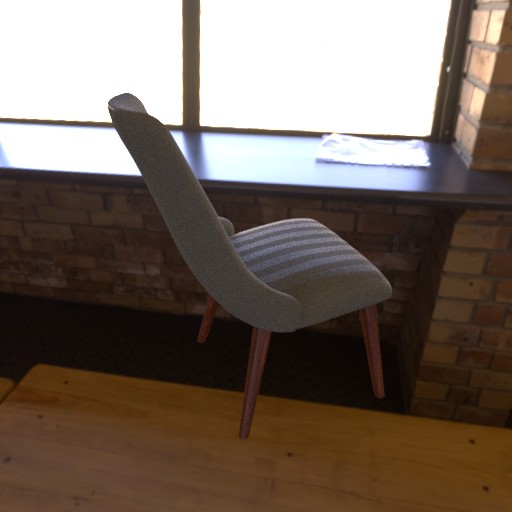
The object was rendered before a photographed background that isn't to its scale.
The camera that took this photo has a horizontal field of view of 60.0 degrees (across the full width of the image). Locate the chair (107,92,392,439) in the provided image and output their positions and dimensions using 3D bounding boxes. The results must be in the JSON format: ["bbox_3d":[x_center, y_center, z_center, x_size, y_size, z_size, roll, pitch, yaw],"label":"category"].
[{"bbox_3d":[0.000,0.000,1.312,0.707,0.918,0.535,-10,31,-18],"label":"chair"}]
